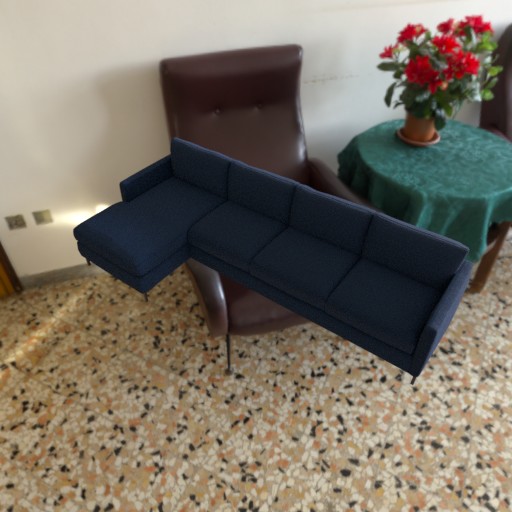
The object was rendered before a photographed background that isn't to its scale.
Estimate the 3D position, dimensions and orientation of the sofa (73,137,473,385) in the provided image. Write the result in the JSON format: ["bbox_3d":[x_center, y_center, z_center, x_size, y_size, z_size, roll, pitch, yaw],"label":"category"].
[{"bbox_3d":[0.000,0.000,2.935,2.450,0.679,1.128,26,48,26],"label":"sofa"}]
